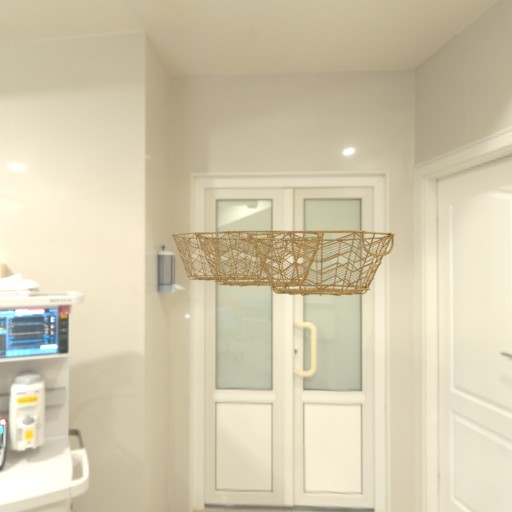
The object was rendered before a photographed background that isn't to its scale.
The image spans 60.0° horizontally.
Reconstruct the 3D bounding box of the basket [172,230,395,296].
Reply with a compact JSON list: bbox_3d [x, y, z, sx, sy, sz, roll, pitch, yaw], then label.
[{"bbox_3d":[0.000,0.000,1.416,0.432,0.178,1.245,0,-1,-18],"label":"basket"}]
